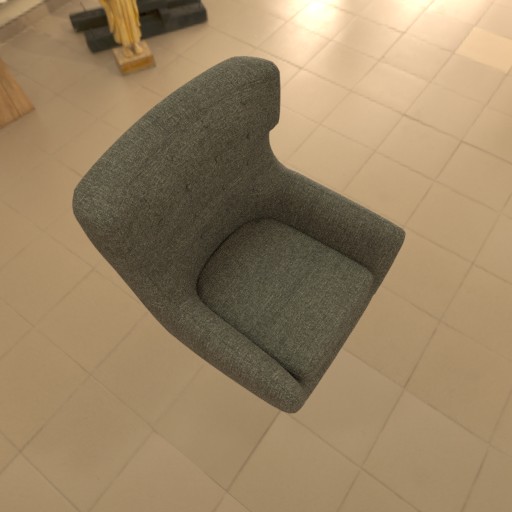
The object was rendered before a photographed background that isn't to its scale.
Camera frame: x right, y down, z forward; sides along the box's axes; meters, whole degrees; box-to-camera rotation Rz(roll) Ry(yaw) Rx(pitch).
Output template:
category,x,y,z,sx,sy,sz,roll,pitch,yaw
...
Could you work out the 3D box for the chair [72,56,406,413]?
category,x,y,z,sx,sy,sz,roll,pitch,yaw
chair,0.000,0.000,1.751,0.904,1.063,0.878,32,64,17
